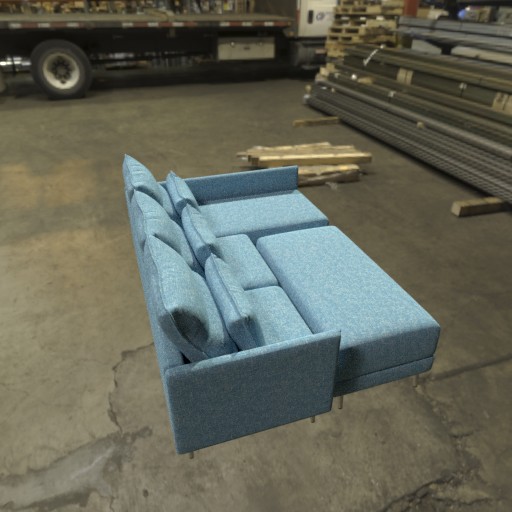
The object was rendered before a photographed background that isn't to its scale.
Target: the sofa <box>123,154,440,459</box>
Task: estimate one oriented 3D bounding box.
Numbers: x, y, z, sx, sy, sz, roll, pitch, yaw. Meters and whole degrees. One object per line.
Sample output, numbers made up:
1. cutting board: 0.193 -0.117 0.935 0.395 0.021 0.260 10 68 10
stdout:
1. sofa: 0.000 0.000 2.810 1.420 0.899 2.034 -10 33 -16
